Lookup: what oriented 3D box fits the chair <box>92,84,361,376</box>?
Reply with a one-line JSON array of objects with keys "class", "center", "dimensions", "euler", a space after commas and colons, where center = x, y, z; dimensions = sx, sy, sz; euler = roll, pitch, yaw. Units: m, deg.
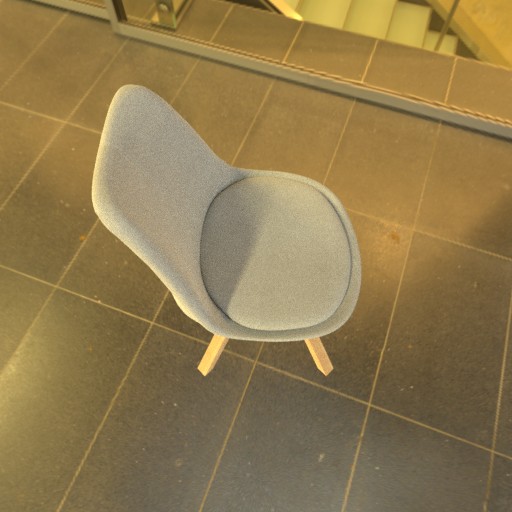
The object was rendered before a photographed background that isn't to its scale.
[{"class": "chair", "center": [0.000, 0.000, 1.143], "dimensions": [0.549, 0.863, 0.474], "euler": [1, 63, 0]}]
